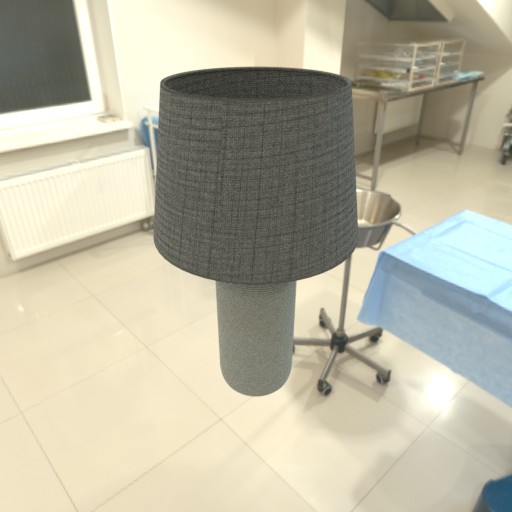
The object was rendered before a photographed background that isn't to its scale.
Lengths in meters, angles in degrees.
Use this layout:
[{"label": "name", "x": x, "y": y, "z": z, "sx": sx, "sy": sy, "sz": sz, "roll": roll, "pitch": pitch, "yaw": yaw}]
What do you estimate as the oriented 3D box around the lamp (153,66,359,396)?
[{"label": "lamp", "x": 0.000, "y": 0.000, "z": 0.574, "sx": 0.251, "sy": 0.429, "sz": 0.251, "roll": 0, "pitch": 31, "yaw": 0}]
